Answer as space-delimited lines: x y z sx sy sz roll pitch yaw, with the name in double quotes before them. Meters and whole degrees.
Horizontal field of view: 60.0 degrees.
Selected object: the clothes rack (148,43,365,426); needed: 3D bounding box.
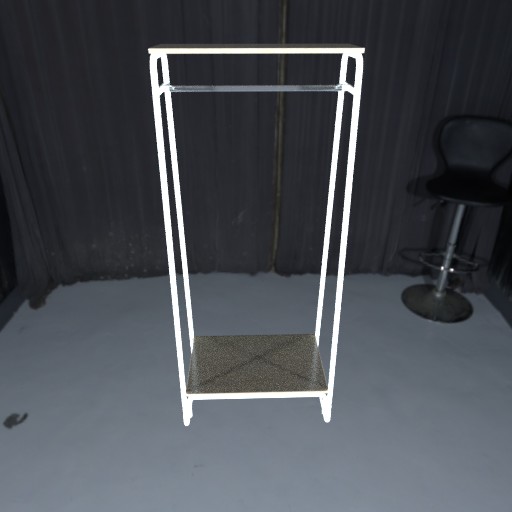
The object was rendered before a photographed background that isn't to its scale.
"clothes rack" 0.000 0.000 1.763 0.640 1.512 0.400 -1 29 -2
